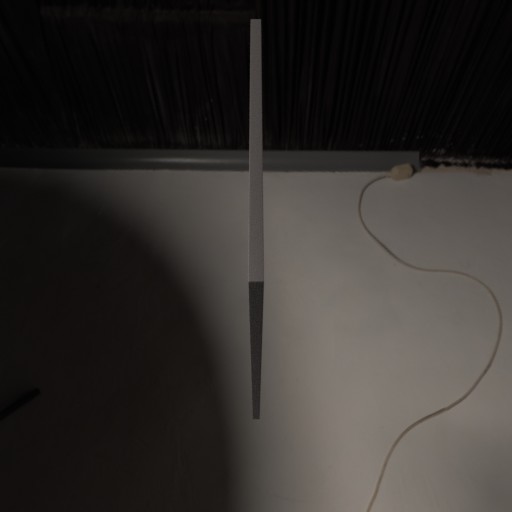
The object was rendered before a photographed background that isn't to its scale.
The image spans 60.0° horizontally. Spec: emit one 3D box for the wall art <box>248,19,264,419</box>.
[{"bbox_3d":[0.000,0.000,0.691,0.013,0.534,0.380,0,58,0],"label":"wall art"}]
